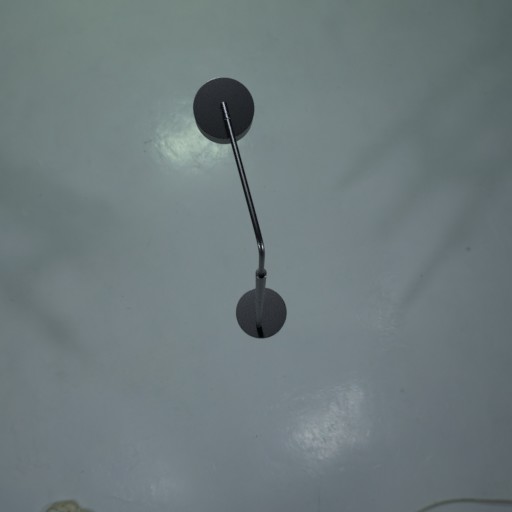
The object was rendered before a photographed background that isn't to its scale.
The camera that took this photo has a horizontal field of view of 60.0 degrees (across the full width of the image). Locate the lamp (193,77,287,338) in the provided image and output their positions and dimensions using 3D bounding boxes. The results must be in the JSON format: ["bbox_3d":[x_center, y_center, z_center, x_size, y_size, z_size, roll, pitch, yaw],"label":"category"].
[{"bbox_3d":[0.000,0.000,1.381,0.219,1.230,0.418,-13,75,-3],"label":"lamp"}]
